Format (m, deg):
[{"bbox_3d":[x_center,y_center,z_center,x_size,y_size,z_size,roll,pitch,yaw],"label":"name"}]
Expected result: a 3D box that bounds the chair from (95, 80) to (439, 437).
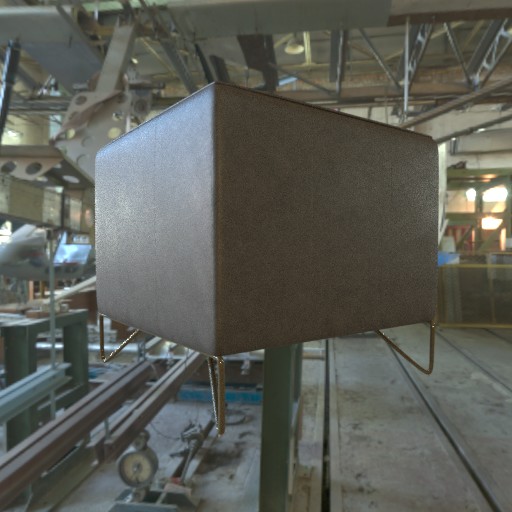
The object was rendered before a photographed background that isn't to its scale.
[{"bbox_3d":[0.000,0.000,1.557,0.880,0.790,0.894,-1,1,-36],"label":"chair"}]
